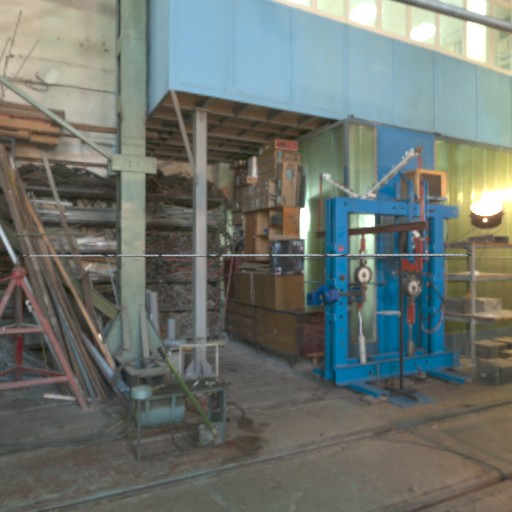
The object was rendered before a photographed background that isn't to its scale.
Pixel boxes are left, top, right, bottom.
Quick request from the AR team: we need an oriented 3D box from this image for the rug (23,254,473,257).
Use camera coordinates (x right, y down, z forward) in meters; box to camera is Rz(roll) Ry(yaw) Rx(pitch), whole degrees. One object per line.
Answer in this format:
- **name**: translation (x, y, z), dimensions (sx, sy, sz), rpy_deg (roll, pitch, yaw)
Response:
- **rug**: translation (0.000, 0.000, 3.018), dimensions (2.465, 0.008, 1.526), rpy_deg (0, 0, 18)
